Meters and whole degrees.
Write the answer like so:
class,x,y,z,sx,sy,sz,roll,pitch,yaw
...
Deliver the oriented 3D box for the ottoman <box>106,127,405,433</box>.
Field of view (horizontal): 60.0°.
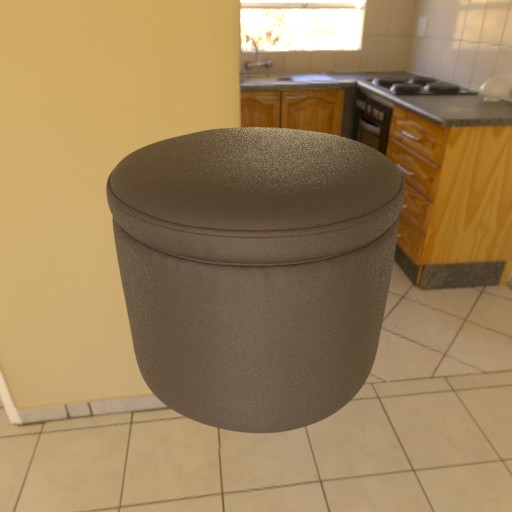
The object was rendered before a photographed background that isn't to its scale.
class,x,y,z,sx,sy,sz,roll,pitch,yaw
ottoman,0.000,0.000,0.847,0.500,0.409,0.500,0,29,0
